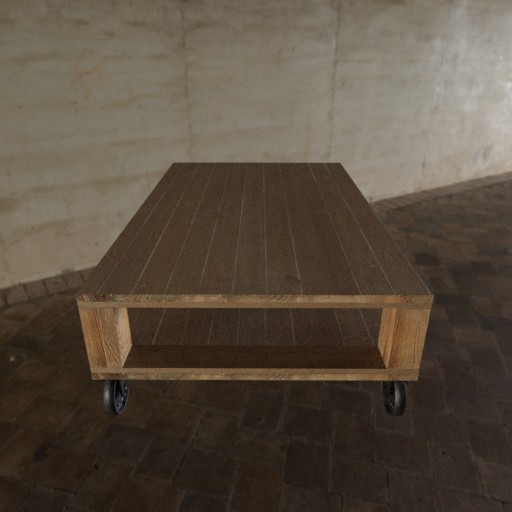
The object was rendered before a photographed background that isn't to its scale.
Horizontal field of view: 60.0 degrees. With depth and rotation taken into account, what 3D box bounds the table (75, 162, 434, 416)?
[{"bbox_3d":[0.000,0.000,1.697,0.827,0.413,1.299,0,25,0],"label":"table"}]
